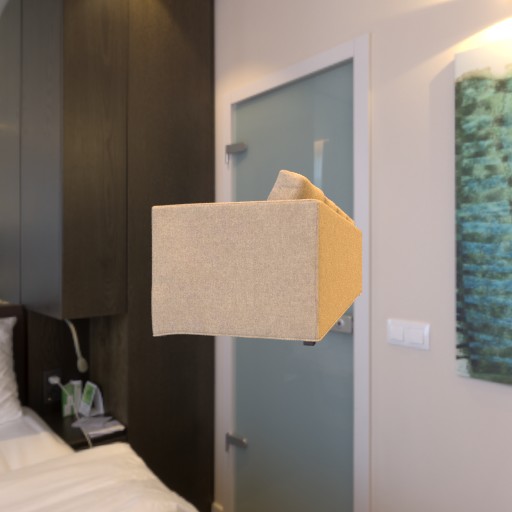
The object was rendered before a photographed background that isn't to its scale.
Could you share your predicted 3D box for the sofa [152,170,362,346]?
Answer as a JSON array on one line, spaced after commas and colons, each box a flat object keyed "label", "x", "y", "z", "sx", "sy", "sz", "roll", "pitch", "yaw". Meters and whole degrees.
[{"label": "sofa", "x": 0.000, "y": 0.000, "z": 3.909, "sx": 1.638, "sy": 0.920, "sz": 3.198, "roll": 0, "pitch": 0, "yaw": 17}]
